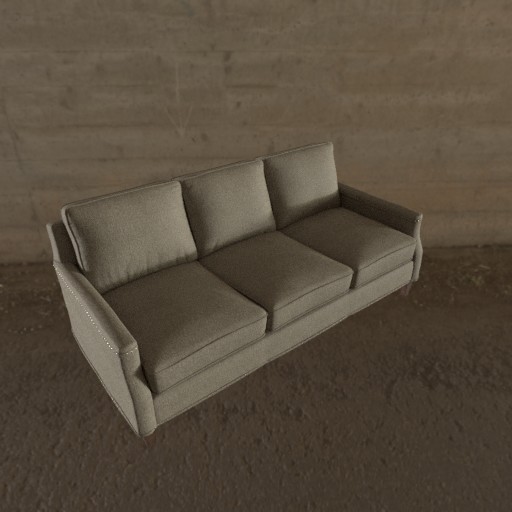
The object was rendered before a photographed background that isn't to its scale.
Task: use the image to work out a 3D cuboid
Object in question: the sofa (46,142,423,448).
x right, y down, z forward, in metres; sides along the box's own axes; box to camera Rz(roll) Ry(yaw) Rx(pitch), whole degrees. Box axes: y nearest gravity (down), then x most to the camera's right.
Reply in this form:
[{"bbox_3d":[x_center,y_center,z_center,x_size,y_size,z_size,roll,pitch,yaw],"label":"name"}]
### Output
[{"bbox_3d":[0.000,0.000,2.862,2.246,1.003,1.084,-22,37,-32],"label":"sofa"}]
